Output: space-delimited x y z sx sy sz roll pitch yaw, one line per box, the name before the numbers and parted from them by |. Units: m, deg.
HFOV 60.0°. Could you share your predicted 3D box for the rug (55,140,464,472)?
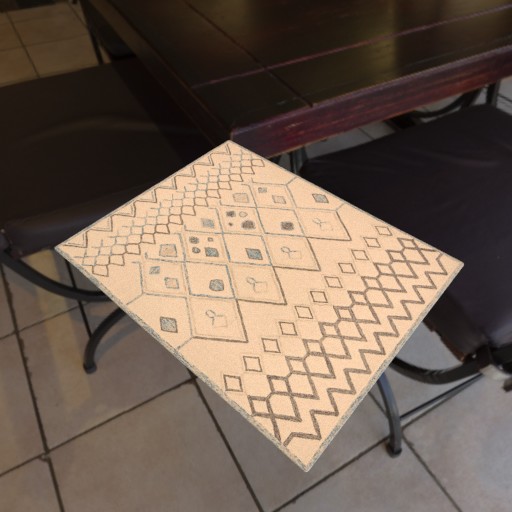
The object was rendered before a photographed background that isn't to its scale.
rug | 0.000 0.000 4.215 3.056 0.013 2.441 33 56 26
